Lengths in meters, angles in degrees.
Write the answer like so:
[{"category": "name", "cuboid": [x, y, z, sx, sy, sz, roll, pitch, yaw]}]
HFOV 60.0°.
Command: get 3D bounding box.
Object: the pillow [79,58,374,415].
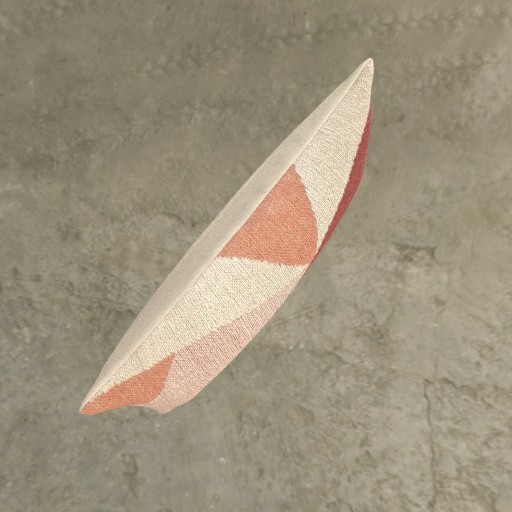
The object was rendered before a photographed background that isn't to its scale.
[{"category": "pillow", "cuboid": [0.000, 0.000, 0.704, 0.155, 0.292, 0.609, 37, 78, 9]}]
